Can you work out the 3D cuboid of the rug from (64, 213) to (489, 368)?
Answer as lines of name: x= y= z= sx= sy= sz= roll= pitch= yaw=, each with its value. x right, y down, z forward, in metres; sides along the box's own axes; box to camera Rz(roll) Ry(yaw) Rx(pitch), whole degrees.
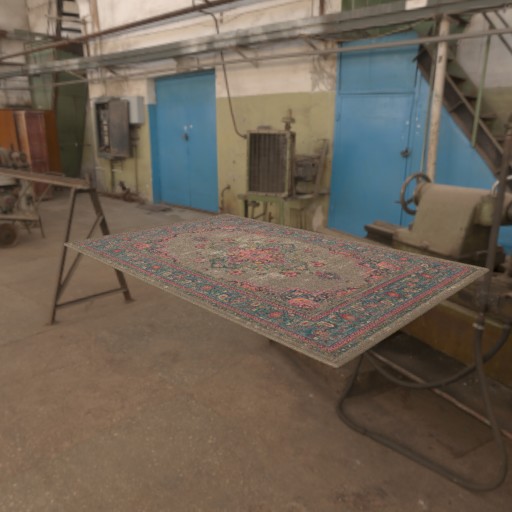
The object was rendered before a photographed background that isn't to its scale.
rug: x=0.000 y=0.000 z=2.138 sx=1.144 sy=0.014 sz=1.748 roll=-16 pitch=23 yaw=-43
